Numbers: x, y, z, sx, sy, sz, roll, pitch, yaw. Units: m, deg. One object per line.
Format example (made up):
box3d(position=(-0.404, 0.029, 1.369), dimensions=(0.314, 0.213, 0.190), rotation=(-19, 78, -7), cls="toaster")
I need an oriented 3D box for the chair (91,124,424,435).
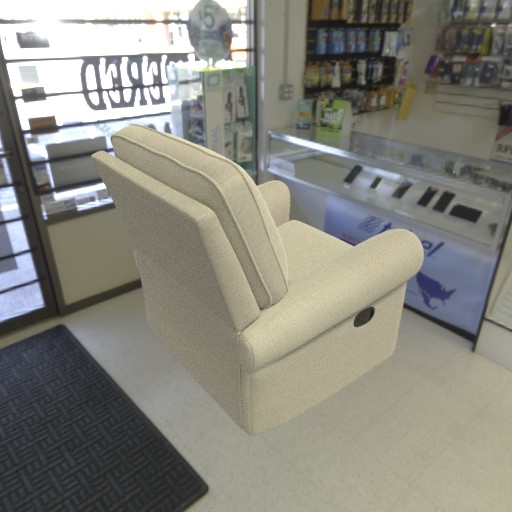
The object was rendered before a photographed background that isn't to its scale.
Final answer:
box3d(position=(0.000, 0.000, 1.665), dimensions=(0.878, 0.960, 0.890), rotation=(-19, 33, -32), cls="chair")
